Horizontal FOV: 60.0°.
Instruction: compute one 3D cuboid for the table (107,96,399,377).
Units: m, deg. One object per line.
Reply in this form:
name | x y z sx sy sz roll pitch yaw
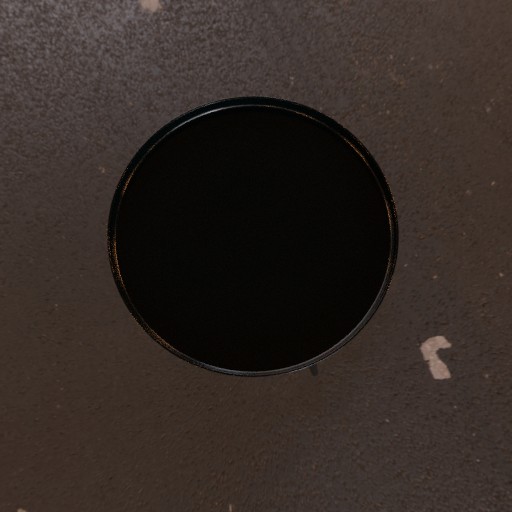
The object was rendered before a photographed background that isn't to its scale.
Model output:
table | 0.000 0.000 0.832 0.403 0.548 0.415 15 78 3
